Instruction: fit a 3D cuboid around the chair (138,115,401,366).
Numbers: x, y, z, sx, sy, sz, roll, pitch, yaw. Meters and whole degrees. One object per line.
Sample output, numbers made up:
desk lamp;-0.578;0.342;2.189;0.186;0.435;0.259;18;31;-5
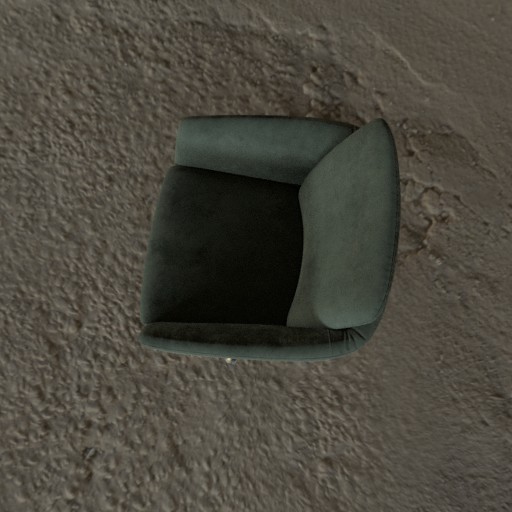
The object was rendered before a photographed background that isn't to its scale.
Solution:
chair;0.000;0.000;1.332;0.635;0.908;0.641;6;74;2
